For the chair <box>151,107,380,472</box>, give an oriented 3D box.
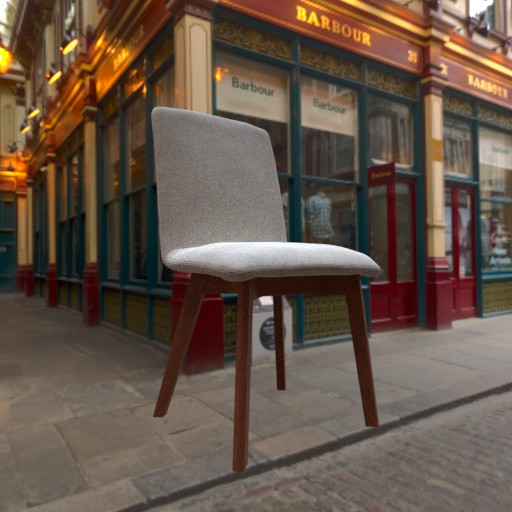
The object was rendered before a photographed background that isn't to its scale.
[{"bbox_3d":[0.000,0.000,1.347,0.522,0.974,0.563,0,0,-35],"label":"chair"}]
